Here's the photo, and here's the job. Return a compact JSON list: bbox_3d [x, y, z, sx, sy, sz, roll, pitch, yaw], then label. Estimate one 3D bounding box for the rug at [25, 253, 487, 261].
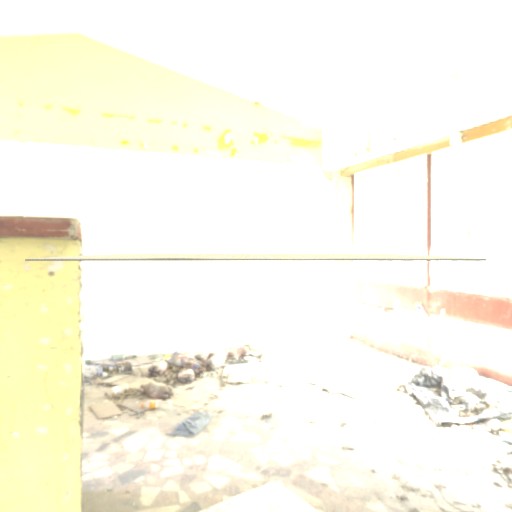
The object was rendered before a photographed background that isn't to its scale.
[{"bbox_3d":[0.000,0.000,2.363,1.835,0.012,1.231,0,1,0],"label":"rug"}]
